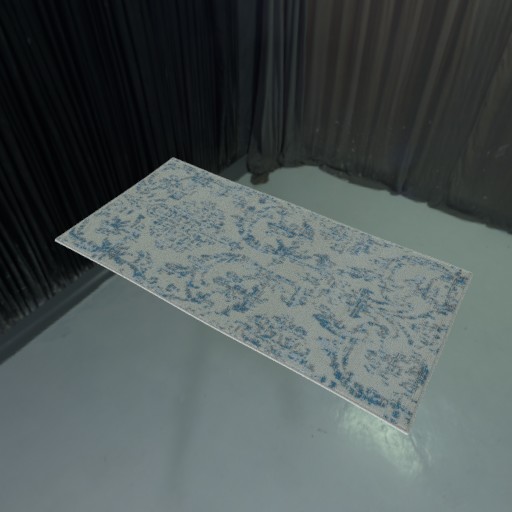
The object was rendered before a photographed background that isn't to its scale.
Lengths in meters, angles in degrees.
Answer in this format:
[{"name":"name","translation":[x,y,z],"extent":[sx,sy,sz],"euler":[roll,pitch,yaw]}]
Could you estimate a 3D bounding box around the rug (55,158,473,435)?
[{"name":"rug","translation":[0.000,0.000,1.431],"extent":[1.220,0.007,0.605],"euler":[24,50,23]}]
